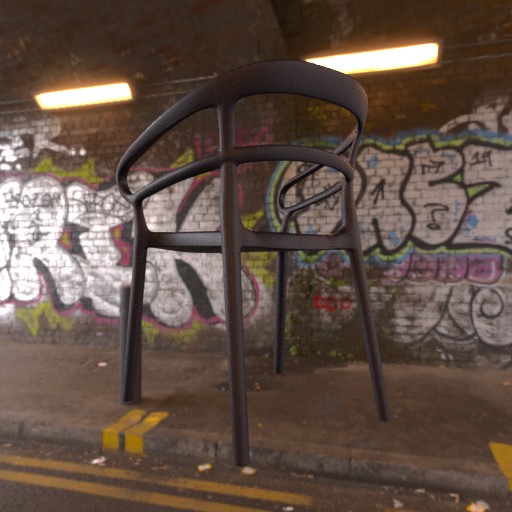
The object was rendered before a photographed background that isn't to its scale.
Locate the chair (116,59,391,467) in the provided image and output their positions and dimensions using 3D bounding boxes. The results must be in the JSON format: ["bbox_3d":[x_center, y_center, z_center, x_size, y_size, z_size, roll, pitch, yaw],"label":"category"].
[{"bbox_3d":[0.000,0.000,1.109,0.559,0.761,0.527,0,-1,-34],"label":"chair"}]
